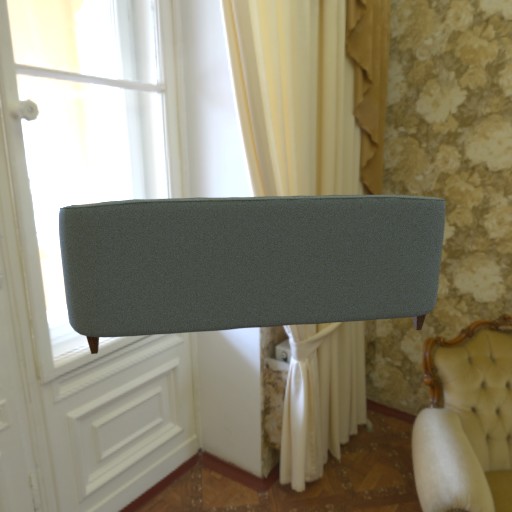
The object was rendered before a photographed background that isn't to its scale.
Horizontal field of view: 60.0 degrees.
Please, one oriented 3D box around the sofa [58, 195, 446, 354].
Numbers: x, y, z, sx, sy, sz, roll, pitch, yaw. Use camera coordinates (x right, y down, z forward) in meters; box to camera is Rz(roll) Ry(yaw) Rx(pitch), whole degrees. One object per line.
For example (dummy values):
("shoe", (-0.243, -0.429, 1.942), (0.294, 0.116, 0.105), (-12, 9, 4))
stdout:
("sofa", (0.000, 0.000, 2.860), (2.278, 0.855, 0.941), (-2, 14, -9))
